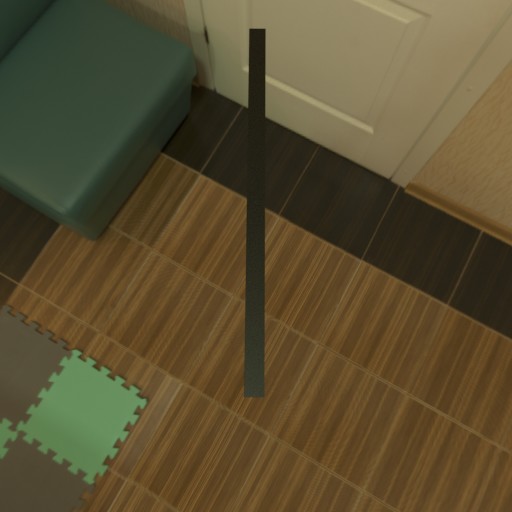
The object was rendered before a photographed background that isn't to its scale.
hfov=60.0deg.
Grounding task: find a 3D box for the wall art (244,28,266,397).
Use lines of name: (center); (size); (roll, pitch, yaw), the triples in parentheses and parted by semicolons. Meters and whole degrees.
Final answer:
wall art: (0.000, 0.000, 1.431); (0.038, 1.062, 0.806); (0, 76, 0)
